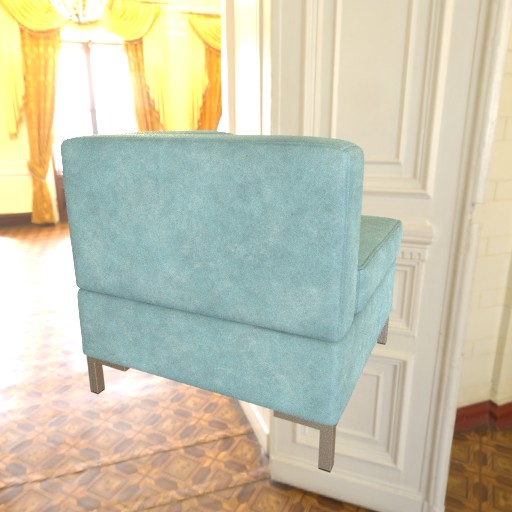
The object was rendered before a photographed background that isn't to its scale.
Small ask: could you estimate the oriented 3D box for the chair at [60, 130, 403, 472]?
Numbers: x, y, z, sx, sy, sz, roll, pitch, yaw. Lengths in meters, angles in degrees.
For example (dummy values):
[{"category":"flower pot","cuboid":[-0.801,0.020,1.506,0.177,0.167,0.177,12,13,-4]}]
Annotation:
[{"category":"chair","cuboid":[0.000,0.000,1.219,0.691,0.660,0.684,8,18,25]}]
